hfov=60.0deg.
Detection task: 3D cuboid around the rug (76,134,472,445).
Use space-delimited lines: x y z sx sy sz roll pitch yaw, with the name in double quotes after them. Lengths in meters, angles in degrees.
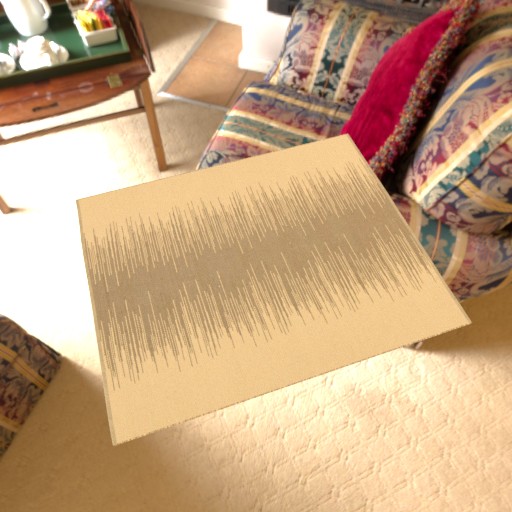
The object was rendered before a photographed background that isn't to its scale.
0.000 0.000 4.108 3.037 0.010 2.453 -16 58 -10 "rug"
